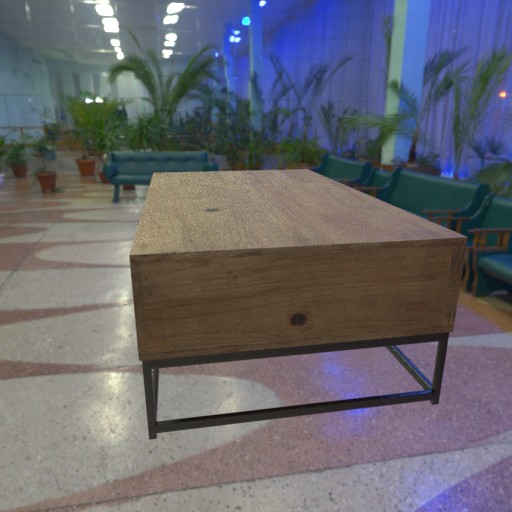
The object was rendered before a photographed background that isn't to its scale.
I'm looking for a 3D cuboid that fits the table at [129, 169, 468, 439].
[{"bbox_3d":[0.000,0.000,1.398,0.655,0.395,1.101,-3,18,-10],"label":"table"}]
